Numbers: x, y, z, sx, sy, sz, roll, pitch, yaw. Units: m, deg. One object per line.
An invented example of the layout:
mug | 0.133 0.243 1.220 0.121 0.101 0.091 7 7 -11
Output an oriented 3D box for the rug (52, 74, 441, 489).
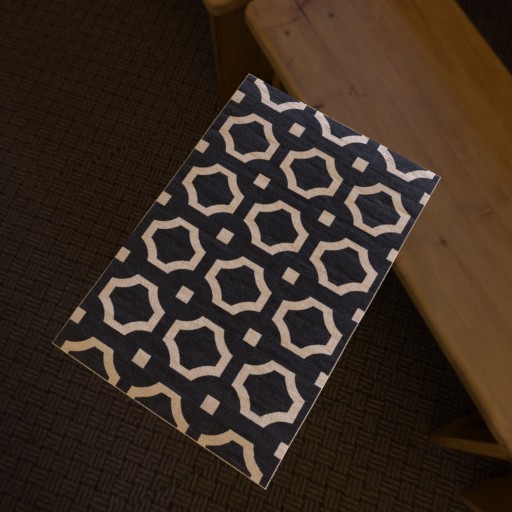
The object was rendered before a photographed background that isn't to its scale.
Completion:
rug | 0.000 0.000 2.885 1.555 0.016 2.286 31 77 8
